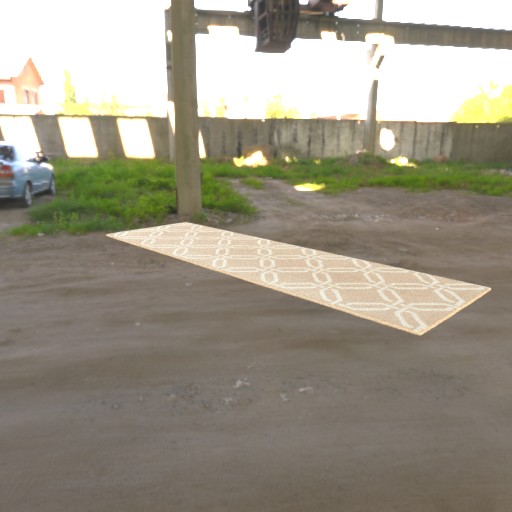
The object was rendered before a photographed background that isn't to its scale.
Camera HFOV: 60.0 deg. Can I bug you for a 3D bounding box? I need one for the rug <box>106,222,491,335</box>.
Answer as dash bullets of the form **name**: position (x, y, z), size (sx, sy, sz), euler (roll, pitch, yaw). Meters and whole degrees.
- **rug**: position (0.000, 0.000, 2.509), size (0.678, 0.014, 2.276), euler (-14, 20, -43)
